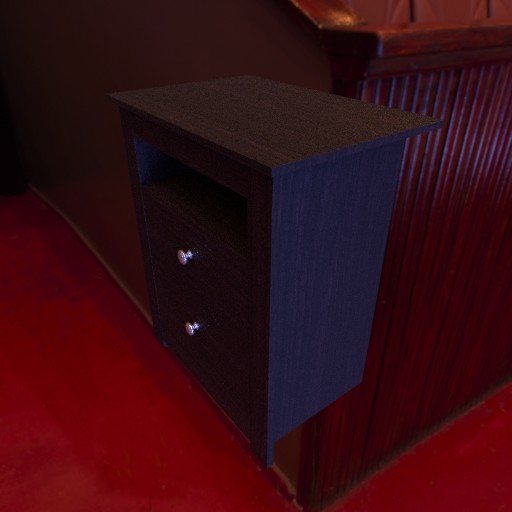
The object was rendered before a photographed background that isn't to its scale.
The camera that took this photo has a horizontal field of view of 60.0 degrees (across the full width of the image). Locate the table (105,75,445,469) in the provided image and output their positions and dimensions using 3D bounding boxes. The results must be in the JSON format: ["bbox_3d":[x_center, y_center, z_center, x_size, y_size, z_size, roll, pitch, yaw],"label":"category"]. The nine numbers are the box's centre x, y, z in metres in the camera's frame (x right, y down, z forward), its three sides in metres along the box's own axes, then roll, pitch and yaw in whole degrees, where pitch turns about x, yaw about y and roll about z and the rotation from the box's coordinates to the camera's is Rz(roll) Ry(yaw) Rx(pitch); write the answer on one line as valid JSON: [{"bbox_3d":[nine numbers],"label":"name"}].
[{"bbox_3d":[0.000,0.000,1.080,0.406,0.711,0.591,-22,38,-31],"label":"table"}]
